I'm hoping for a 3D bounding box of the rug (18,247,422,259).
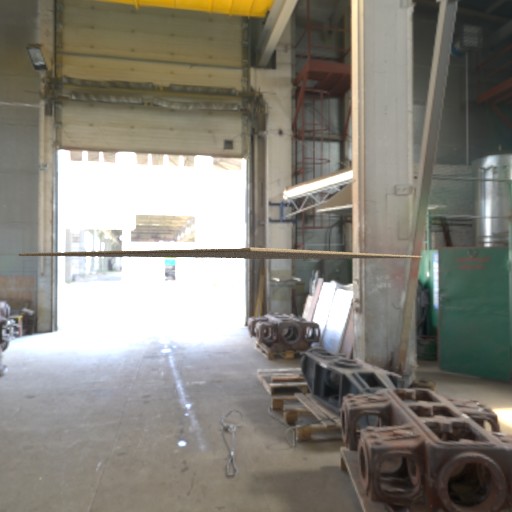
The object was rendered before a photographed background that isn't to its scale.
[{"bbox_3d":[0.000,0.000,2.860,1.526,0.014,2.290,-1,-1,34],"label":"rug"}]
